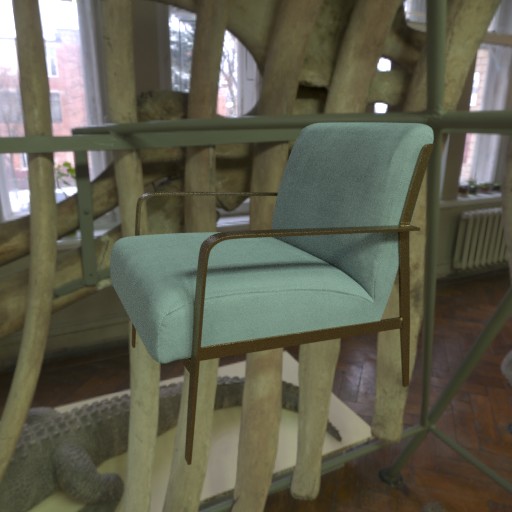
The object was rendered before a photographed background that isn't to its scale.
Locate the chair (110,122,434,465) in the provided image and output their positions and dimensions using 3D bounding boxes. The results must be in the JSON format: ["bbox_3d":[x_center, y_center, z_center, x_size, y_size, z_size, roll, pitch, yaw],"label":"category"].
[{"bbox_3d":[0.000,0.000,1.430,0.842,0.824,0.701,-8,19,-25],"label":"chair"}]
